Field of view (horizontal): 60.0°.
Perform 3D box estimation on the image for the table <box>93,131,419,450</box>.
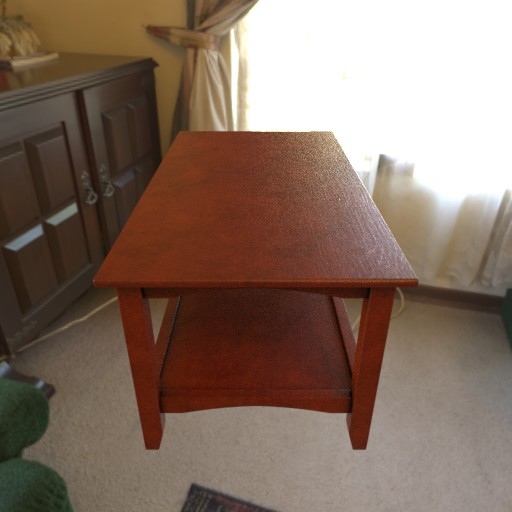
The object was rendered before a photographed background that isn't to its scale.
[{"bbox_3d":[0.000,0.000,1.242,0.533,0.456,0.943,0,30,0],"label":"table"}]
